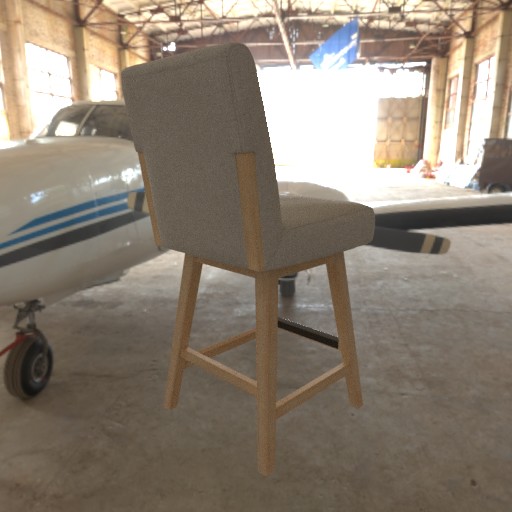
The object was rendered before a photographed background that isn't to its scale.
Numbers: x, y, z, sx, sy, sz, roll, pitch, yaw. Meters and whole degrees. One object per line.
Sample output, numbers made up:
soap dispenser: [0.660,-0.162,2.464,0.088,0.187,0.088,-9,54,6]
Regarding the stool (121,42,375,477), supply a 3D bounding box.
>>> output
stool: [0.000,0.000,1.374,0.507,1.085,0.606,13,19,43]
